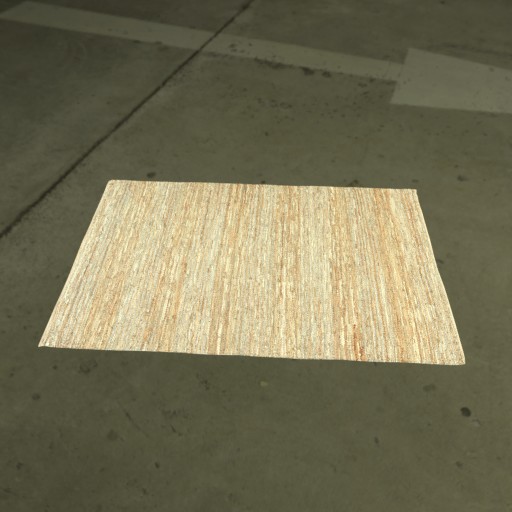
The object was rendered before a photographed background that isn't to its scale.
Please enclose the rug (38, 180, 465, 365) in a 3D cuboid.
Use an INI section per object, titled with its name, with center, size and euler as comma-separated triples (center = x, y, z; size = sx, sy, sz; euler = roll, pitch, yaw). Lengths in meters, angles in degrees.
[rug]
center = 0.000, 0.000, 3.018
size = 2.446, 0.009, 1.529
euler = 2, 48, 2
